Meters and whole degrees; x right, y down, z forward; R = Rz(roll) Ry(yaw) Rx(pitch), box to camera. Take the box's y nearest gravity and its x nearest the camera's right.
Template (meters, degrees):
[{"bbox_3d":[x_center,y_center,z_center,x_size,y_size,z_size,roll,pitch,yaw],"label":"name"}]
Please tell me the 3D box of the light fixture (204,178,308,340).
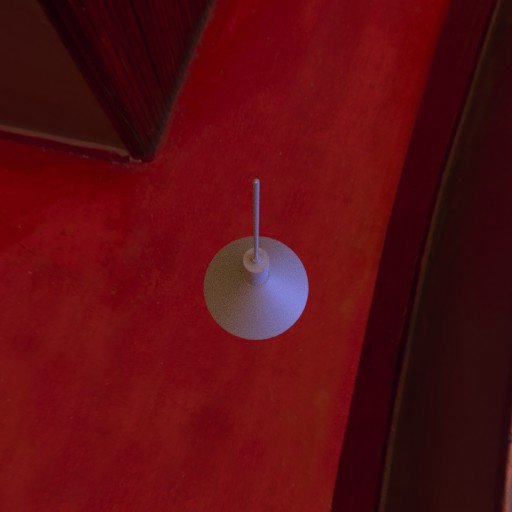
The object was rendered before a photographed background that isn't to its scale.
[{"bbox_3d":[0.000,0.000,0.810,0.267,0.683,0.267,11,77,3],"label":"light fixture"}]
